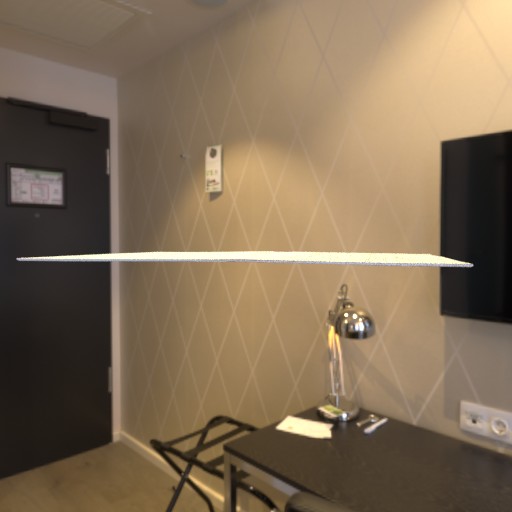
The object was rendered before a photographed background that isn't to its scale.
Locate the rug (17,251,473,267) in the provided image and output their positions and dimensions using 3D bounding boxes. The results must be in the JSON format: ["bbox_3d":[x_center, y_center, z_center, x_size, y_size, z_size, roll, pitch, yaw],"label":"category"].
[{"bbox_3d":[0.000,0.000,2.893,2.305,0.029,1.593,1,2,16],"label":"rug"}]
